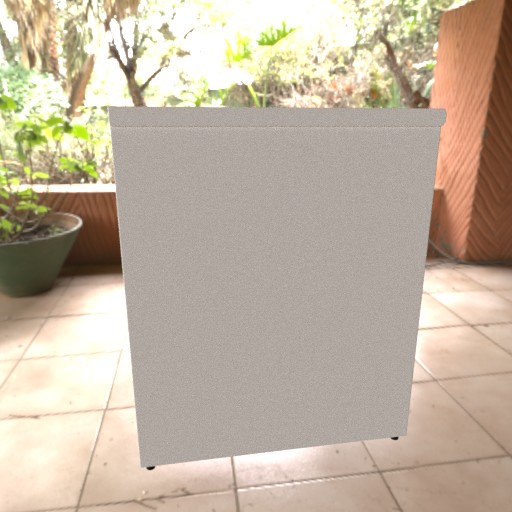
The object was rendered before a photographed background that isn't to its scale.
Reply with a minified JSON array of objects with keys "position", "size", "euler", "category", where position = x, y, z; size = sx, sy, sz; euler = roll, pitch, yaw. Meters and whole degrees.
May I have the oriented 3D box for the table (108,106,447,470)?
[{"position":[0.000,0.000,0.748],"size":[0.380,0.460,0.420],"euler":[-3,17,-9],"category":"table"}]
